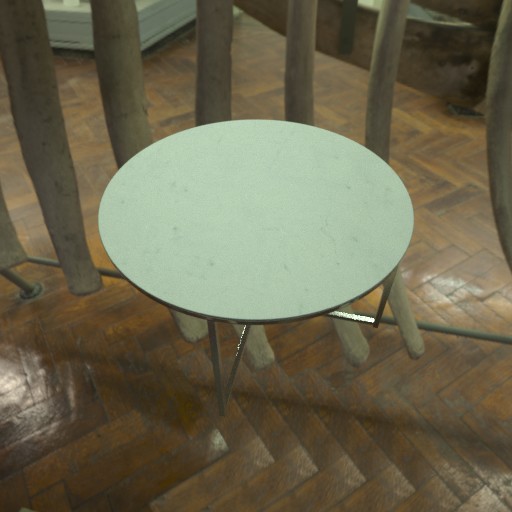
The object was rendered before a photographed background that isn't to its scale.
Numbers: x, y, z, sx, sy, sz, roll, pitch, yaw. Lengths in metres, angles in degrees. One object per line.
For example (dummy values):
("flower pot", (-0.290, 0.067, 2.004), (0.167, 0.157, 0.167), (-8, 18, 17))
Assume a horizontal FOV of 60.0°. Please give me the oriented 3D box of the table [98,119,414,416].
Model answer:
("table", (0.000, 0.000, 1.314), (0.800, 0.450, 0.800), (0, 45, 0))
